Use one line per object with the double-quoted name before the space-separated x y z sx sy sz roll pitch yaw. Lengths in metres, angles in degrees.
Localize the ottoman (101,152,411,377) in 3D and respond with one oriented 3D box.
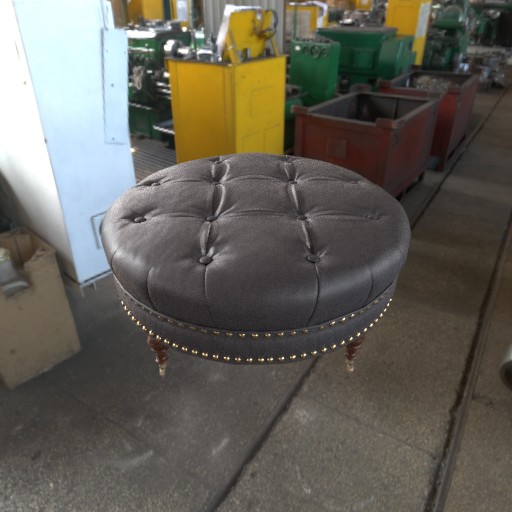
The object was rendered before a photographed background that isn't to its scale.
"ottoman" 0.000 0.000 1.389 0.901 0.439 0.901 0 31 0
